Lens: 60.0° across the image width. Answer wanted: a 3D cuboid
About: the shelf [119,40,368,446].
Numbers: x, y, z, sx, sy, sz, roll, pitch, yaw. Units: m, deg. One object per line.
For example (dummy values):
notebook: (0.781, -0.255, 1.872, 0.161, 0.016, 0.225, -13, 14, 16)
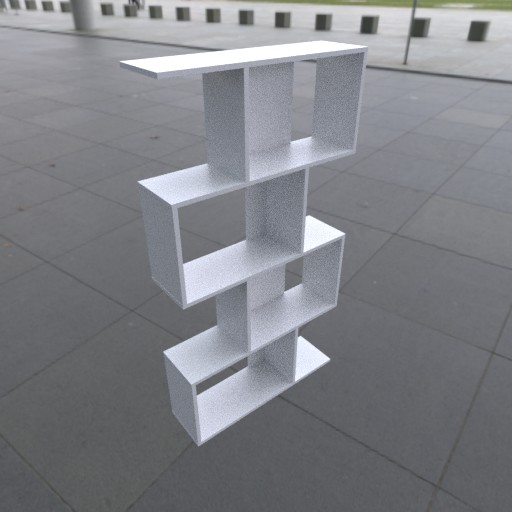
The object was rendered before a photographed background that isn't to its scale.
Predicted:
shelf: (0.000, 0.000, 1.967, 0.890, 1.650, 0.250, -23, 38, -32)
